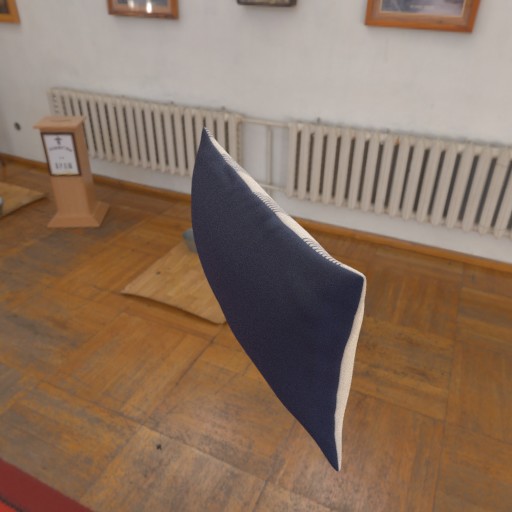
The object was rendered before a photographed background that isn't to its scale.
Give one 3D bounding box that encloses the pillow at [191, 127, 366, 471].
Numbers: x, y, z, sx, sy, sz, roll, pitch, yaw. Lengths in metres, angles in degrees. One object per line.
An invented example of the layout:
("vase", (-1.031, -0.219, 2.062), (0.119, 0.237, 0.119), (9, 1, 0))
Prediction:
("pillow", (0.000, 0.000, 0.724), (0.151, 0.287, 0.610), (-10, 32, -17))
